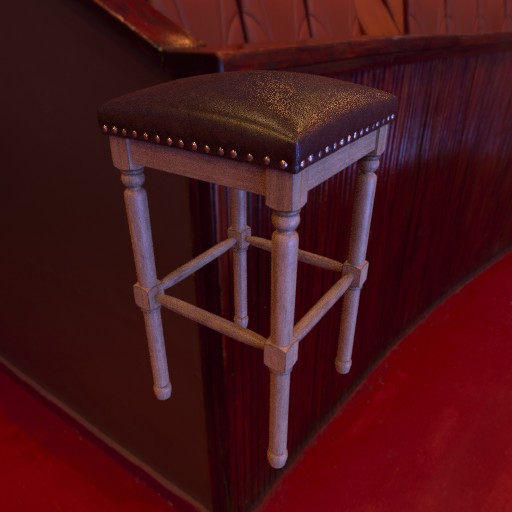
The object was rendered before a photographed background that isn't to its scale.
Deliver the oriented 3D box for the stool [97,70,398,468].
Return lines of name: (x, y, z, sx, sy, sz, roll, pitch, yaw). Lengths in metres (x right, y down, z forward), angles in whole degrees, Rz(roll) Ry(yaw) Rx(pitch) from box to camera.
stool: (0.000, 0.000, 0.912, 0.383, 0.702, 0.382, 18, 34, 29)
